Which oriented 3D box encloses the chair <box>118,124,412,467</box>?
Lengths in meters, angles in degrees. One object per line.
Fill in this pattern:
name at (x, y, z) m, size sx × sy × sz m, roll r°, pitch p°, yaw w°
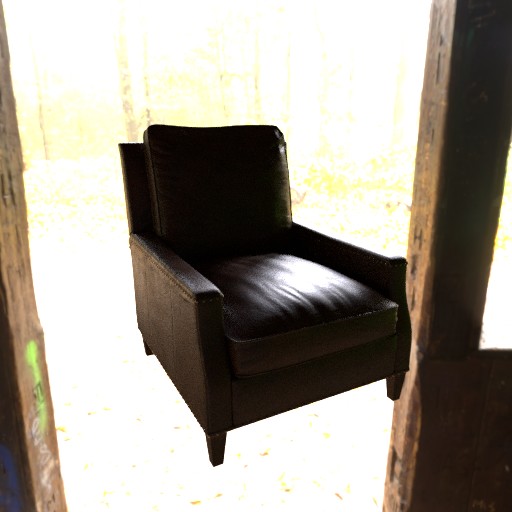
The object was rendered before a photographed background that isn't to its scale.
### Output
chair at (0.000, 0.000, 1.836) m, size 0.854 × 1.054 × 1.035 m, roll -8°, pitch 18°, yaw -27°
